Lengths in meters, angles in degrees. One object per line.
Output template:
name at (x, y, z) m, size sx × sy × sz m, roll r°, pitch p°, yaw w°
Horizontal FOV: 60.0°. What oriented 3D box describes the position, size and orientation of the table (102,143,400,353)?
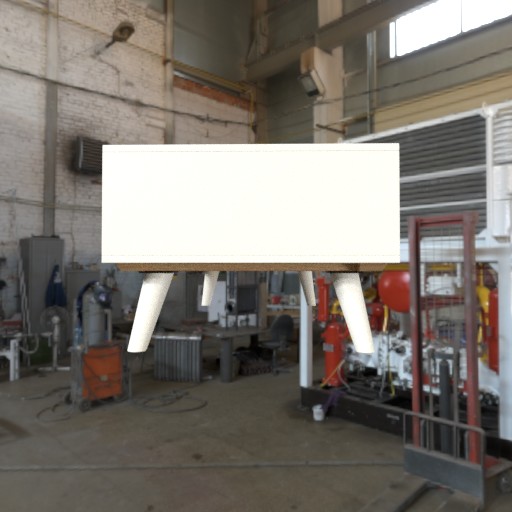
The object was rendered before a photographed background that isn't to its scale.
table at (0.000, 0.000, 1.500) m, size 0.609 × 0.432 × 1.194 m, roll 0°, pitch -1°, yaw 1°
